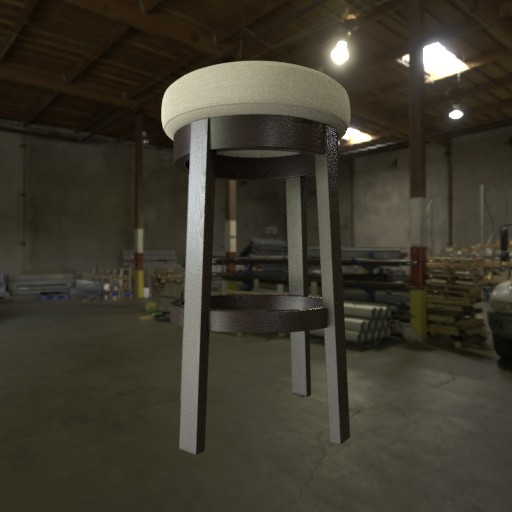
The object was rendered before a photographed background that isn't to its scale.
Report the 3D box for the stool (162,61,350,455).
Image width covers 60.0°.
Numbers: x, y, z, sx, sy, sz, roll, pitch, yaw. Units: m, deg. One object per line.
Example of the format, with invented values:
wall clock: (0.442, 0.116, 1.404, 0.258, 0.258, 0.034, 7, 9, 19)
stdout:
stool: (0.000, 0.000, 1.025, 0.446, 0.758, 0.446, 0, 0, 0)
